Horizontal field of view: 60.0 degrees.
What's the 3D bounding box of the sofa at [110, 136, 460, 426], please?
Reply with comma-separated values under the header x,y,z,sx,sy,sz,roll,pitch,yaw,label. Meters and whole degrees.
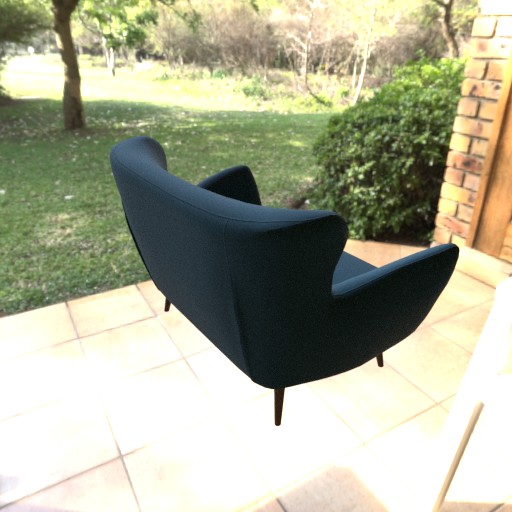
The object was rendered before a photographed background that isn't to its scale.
x,y,z,sx,sy,sz,roll,pitch,yaw,label
0.000,0.000,1.944,0.889,0.889,1.397,-18,32,-32,sofa
